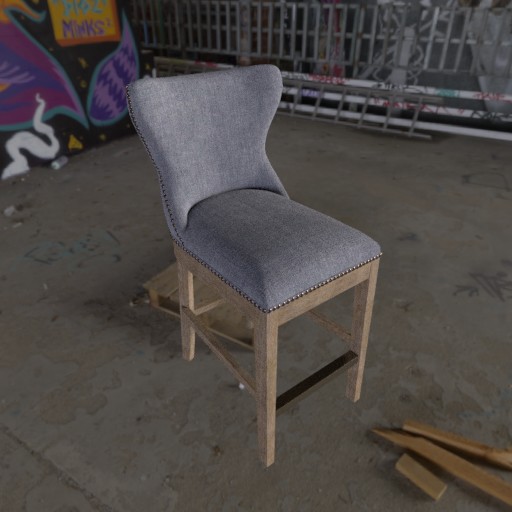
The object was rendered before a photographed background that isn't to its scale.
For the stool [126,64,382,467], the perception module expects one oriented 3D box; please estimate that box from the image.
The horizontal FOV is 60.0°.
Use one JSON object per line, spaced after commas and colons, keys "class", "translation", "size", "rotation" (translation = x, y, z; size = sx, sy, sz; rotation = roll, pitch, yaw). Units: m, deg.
{"class": "stool", "translation": [0.000, 0.000, 1.325], "size": [0.498, 0.981, 0.608], "rotation": [-22, 38, -32]}
